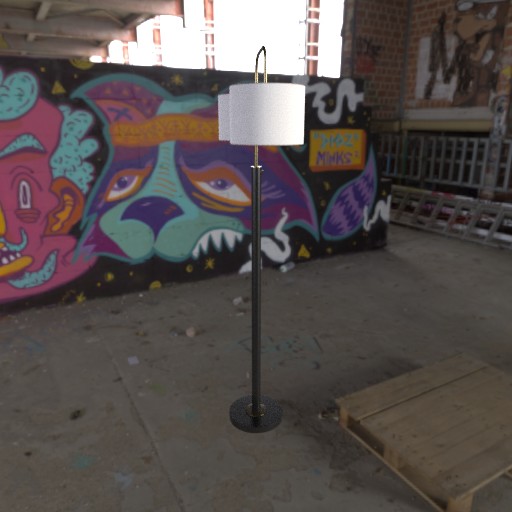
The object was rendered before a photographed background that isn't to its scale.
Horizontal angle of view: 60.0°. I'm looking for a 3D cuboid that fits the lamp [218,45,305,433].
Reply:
[{"bbox_3d":[0.000,0.000,1.892,0.254,1.587,0.711,-3,16,-9],"label":"lamp"}]
